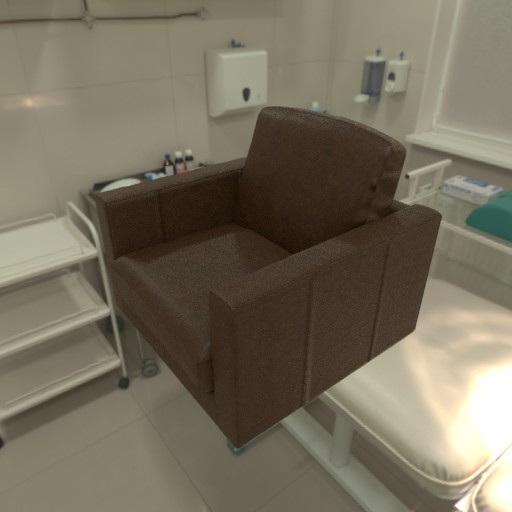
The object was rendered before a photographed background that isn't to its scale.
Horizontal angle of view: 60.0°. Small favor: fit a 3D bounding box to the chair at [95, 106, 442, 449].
[{"bbox_3d":[0.000,0.000,1.660,0.909,0.956,0.890,-22,37,-32],"label":"chair"}]
